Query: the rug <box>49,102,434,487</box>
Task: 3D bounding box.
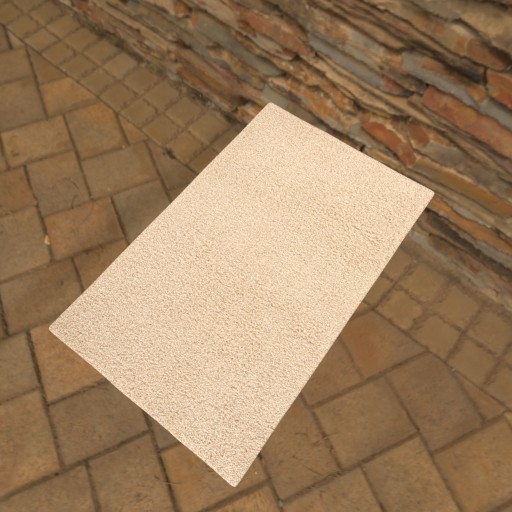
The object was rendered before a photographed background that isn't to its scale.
[{"bbox_3d":[0.000,0.000,3.082,1.524,0.030,2.438,34,69,15],"label":"rug"}]
